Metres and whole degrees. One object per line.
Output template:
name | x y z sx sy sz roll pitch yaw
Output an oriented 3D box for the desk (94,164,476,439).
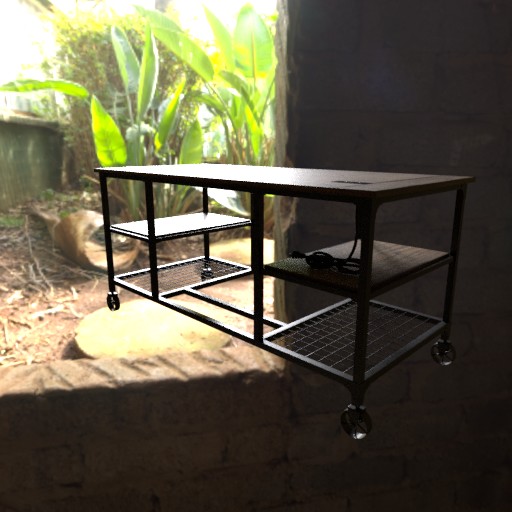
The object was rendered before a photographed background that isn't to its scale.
desk | 0.000 0.000 2.001 1.590 0.751 0.711 14 20 43
